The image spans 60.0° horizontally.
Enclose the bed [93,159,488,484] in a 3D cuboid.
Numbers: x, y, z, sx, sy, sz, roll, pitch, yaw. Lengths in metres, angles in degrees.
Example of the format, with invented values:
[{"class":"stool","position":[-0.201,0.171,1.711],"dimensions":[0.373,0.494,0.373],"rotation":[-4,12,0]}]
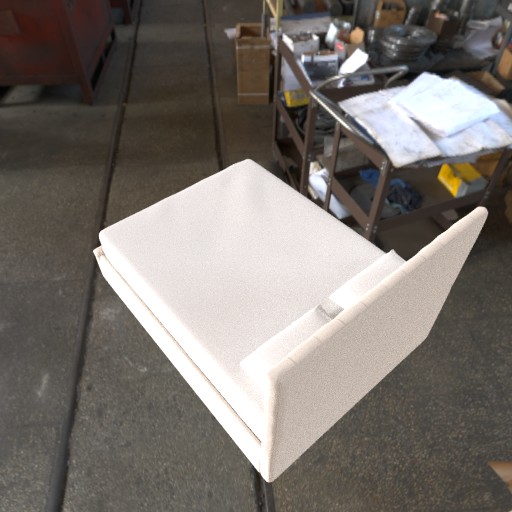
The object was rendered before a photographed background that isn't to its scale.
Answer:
[{"class":"bed","position":[0.000,0.000,3.271],"dimensions":[1.696,1.426,2.233],"rotation":[-32,55,-26]}]
